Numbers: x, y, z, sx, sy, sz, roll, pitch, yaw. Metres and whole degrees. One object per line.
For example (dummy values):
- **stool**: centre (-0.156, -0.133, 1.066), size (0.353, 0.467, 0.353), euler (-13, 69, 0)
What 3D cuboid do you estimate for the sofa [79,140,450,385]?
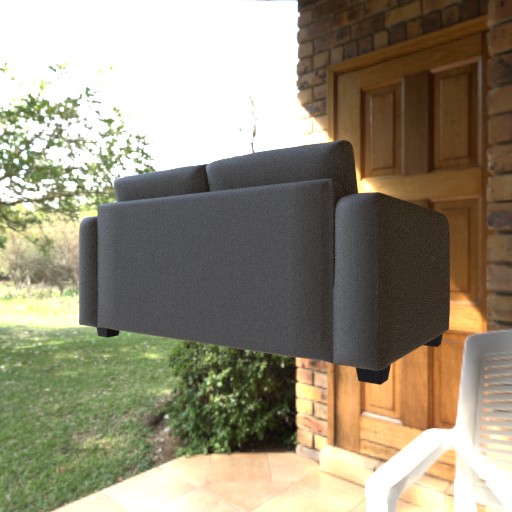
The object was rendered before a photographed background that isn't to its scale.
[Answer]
- **sofa**: centre (0.000, 0.000, 2.083), size (1.540, 0.800, 0.900), euler (0, 0, 36)
